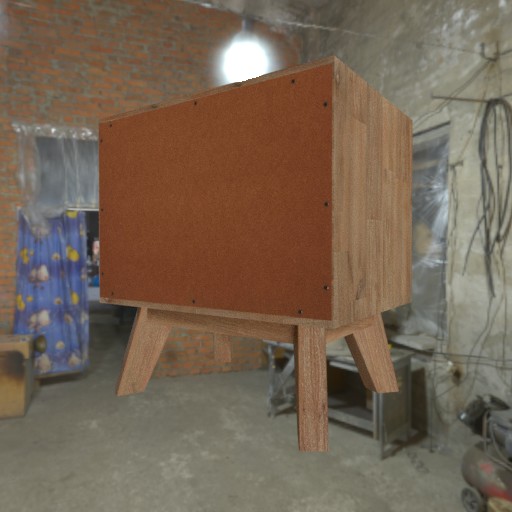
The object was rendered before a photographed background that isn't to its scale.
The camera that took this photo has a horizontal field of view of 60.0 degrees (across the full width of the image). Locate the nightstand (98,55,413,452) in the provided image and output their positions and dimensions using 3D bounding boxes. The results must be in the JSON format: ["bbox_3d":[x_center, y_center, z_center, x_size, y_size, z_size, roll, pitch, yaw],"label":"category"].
[{"bbox_3d":[0.000,0.000,0.962,0.552,0.589,0.396,1,1,35],"label":"nightstand"}]
